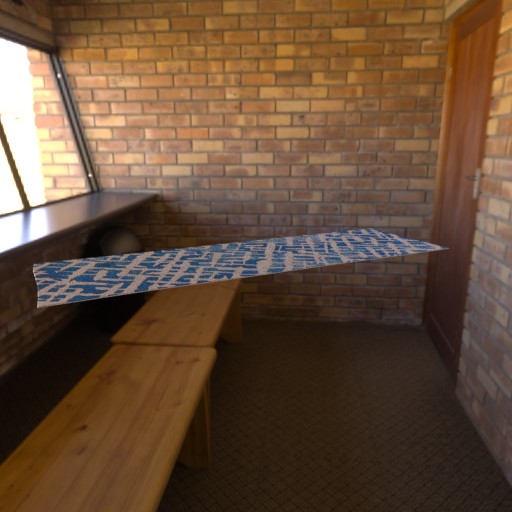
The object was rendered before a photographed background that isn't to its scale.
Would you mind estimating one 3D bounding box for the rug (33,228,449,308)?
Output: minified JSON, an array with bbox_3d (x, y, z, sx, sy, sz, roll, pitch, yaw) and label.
[{"bbox_3d":[0.000,0.000,2.711,2.446,0.011,0.768,-7,16,-25],"label":"rug"}]
